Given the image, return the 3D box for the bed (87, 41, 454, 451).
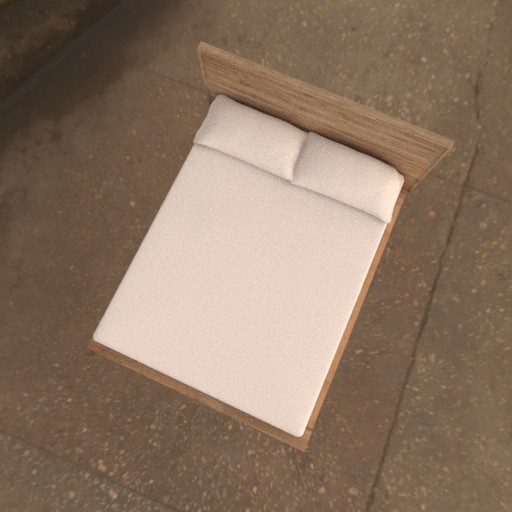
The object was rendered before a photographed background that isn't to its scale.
[{"bbox_3d":[0.000,0.000,3.141,1.759,1.071,2.145,24,78,5],"label":"bed"}]
